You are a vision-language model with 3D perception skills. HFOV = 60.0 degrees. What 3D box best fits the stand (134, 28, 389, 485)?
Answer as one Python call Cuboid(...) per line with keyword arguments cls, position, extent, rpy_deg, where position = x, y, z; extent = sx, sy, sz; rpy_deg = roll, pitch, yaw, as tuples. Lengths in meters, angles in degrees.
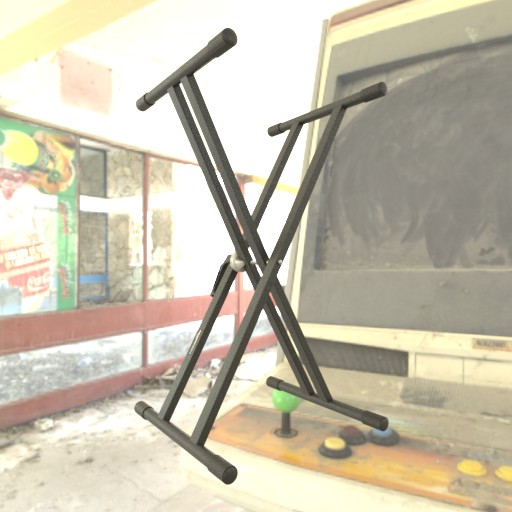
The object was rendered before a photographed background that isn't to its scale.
Cuboid(cls="stand", position=(0.000, 0.000, 1.205), extent=(0.503, 0.900, 0.495), rpy_deg=(0, 0, -35))
